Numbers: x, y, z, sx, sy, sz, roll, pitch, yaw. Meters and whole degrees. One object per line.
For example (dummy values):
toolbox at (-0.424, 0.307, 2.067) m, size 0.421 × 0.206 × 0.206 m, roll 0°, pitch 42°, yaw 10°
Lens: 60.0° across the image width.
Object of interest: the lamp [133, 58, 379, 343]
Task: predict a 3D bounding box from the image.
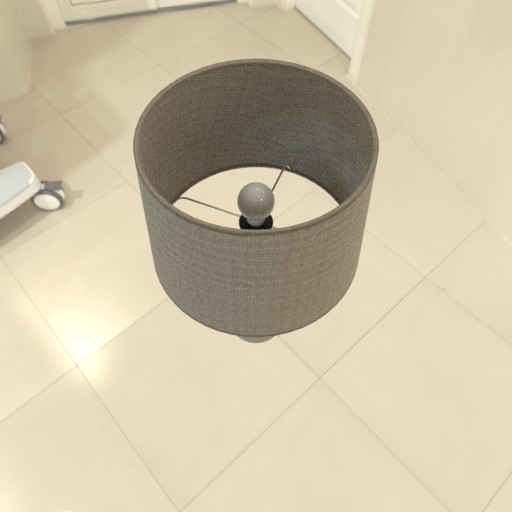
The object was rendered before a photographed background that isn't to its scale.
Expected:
lamp at (0.000, 0.000, 0.839) m, size 0.367 × 0.609 × 0.367 m, roll 0°, pitch 58°, yaw 0°
